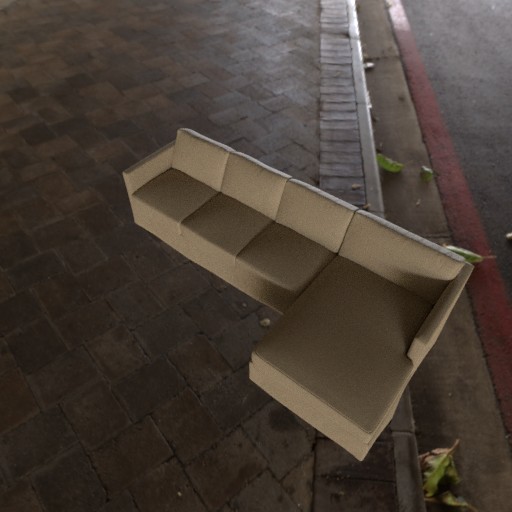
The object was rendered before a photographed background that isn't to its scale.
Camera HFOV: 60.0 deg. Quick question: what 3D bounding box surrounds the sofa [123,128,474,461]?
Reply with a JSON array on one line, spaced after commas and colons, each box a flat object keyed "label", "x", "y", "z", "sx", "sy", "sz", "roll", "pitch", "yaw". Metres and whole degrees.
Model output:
[{"label": "sofa", "x": 0.000, "y": 0.000, "z": 3.919, "sx": 3.206, "sy": 0.871, "sz": 1.622, "roll": 30, "pitch": 54, "yaw": 25}]
